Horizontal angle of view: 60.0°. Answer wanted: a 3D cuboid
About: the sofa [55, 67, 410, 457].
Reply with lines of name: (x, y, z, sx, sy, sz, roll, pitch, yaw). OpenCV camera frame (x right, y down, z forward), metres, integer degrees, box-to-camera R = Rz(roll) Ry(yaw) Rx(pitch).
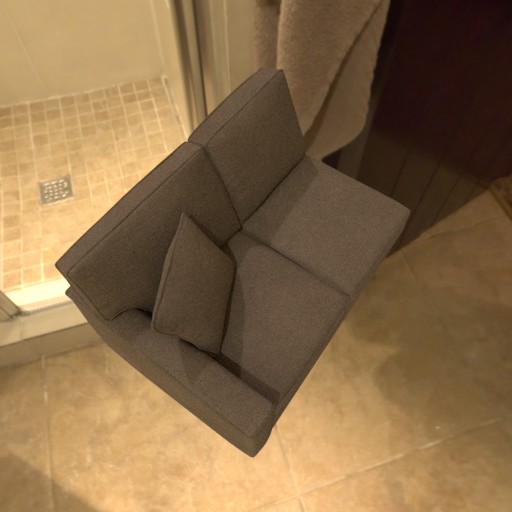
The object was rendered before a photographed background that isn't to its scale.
sofa: (0.000, 0.000, 2.096, 0.991, 0.989, 1.388, 31, 64, 17)
